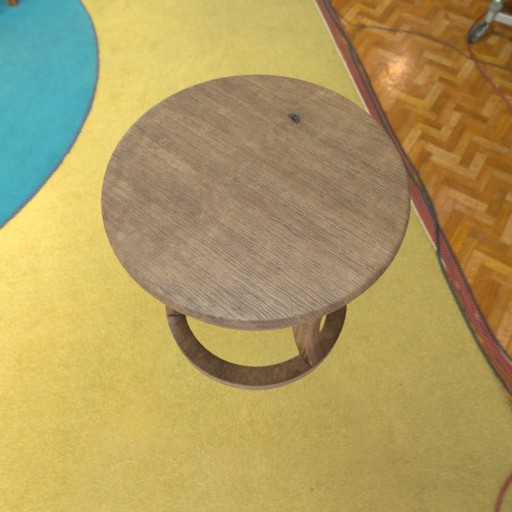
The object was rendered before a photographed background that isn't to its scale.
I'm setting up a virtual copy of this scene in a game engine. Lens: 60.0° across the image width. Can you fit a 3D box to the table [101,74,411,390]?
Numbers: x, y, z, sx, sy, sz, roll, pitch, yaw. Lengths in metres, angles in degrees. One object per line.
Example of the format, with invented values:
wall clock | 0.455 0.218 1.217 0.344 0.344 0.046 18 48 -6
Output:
table | 0.000 0.000 0.822 0.432 0.460 0.432 0 62 0
